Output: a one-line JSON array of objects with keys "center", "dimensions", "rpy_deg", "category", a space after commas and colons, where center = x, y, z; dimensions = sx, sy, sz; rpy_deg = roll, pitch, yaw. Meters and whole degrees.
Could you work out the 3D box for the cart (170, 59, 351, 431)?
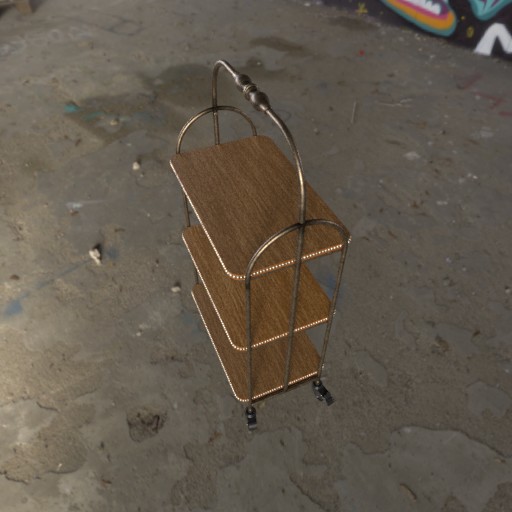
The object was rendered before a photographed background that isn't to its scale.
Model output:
[{"center": [0.000, 0.000, 1.347], "dimensions": [0.330, 1.052, 0.650], "rpy_deg": [-17, 48, -16], "category": "cart"}]
